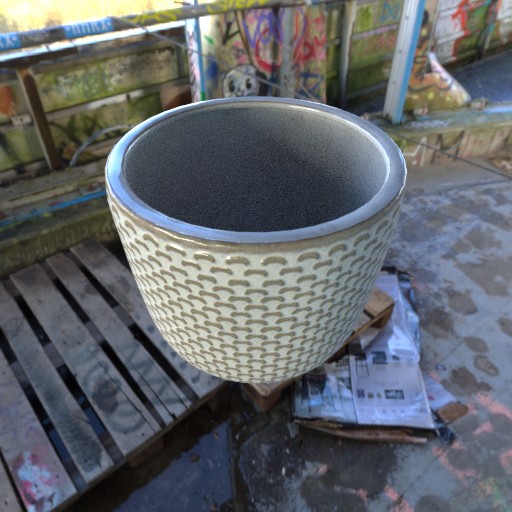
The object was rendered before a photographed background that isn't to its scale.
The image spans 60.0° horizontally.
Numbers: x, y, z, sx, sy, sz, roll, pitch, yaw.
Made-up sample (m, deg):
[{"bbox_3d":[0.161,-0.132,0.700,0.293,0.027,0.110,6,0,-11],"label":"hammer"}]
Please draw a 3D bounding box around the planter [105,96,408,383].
[{"bbox_3d":[0.000,0.000,0.308,0.173,0.160,0.173,0,41,0],"label":"planter"}]
